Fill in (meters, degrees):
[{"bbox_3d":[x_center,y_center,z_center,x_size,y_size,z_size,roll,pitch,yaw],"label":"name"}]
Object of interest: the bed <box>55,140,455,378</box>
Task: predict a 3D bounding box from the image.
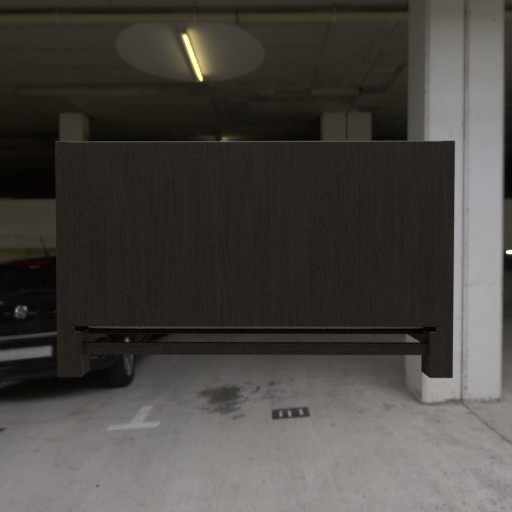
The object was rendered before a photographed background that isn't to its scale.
[{"bbox_3d":[0.000,0.000,3.381,2.134,1.270,2.012,0,1,1],"label":"bed"}]
